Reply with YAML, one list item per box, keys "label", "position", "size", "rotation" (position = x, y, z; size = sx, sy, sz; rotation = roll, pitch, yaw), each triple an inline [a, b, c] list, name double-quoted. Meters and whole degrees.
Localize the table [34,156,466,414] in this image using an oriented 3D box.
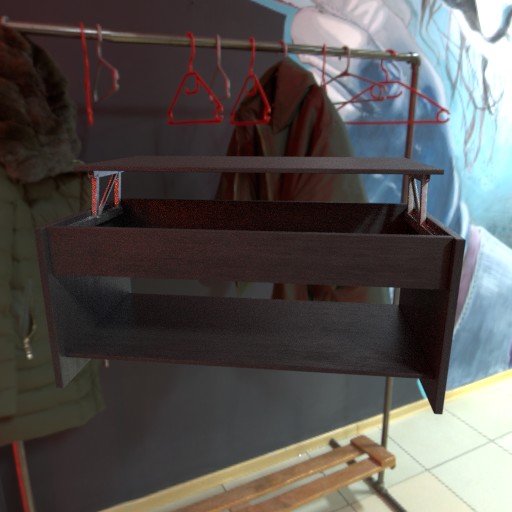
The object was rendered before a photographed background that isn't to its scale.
- label: "table"
  position: [0.000, 0.000, 1.397]
  size: [1.000, 0.570, 0.712]
  rotation: [2, 16, 6]
